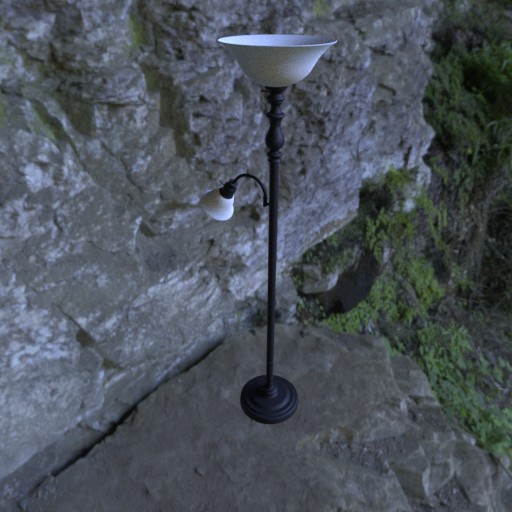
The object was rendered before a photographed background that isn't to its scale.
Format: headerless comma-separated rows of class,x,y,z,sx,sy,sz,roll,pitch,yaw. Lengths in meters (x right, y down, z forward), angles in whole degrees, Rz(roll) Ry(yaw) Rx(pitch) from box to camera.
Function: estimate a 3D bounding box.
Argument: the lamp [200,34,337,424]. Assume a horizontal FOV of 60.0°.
lamp,0.000,0.000,2.026,0.588,1.793,0.405,22,37,32
